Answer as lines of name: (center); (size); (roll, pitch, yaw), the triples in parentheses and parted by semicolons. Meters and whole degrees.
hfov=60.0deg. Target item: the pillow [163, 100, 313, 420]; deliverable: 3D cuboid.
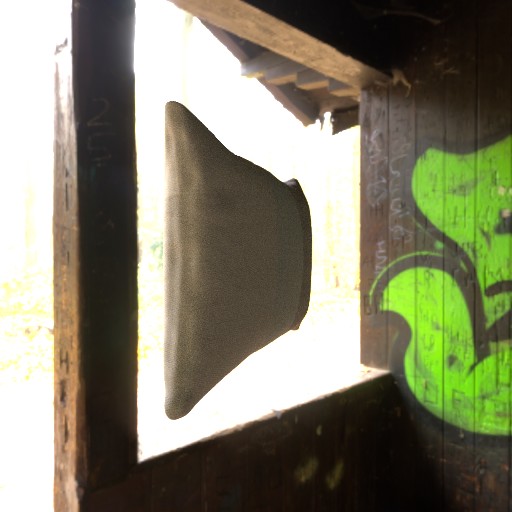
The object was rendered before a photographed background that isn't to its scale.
pillow: (0.000, 0.000, 0.650); (0.139, 0.305, 0.506); (0, 0, 18)
